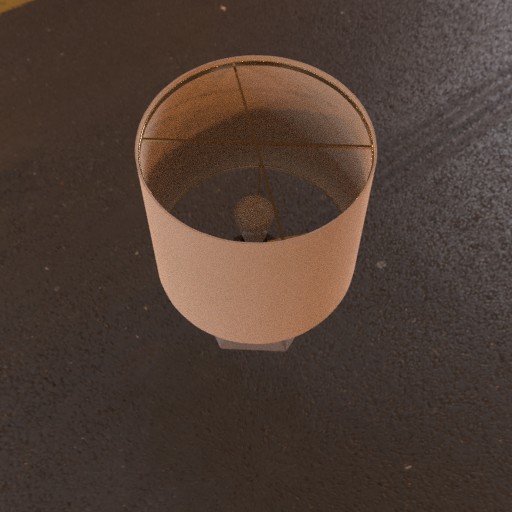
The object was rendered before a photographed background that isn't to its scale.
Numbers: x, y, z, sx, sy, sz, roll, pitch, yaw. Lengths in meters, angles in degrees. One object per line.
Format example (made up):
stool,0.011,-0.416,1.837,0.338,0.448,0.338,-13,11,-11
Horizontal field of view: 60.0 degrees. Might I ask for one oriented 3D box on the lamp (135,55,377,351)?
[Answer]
lamp,0.000,0.000,0.645,0.276,0.501,0.276,0,63,0
